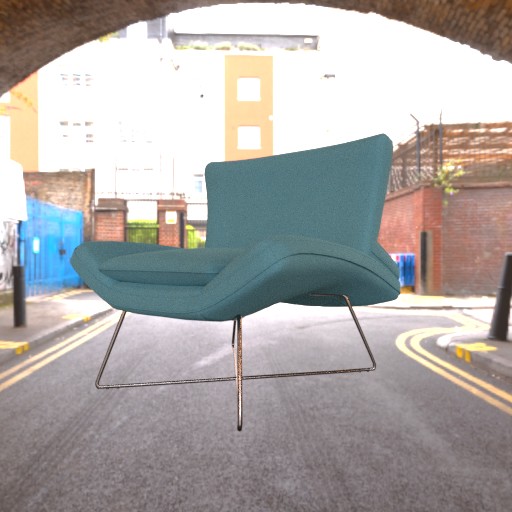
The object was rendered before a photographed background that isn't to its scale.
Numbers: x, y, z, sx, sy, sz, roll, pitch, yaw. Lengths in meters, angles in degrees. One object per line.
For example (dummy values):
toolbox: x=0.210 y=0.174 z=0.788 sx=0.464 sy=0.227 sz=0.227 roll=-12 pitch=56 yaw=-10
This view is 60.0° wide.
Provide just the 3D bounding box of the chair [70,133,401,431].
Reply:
chair: x=0.000 y=0.000 z=1.619 sx=0.859 sy=0.855 sz=1.008 roll=0 pitch=0 yaw=36
